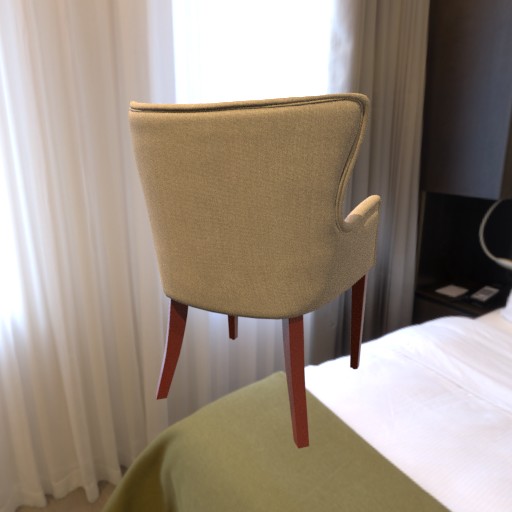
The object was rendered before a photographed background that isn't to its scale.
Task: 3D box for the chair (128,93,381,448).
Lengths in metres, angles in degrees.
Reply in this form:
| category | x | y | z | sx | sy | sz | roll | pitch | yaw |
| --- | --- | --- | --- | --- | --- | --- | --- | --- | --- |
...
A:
| category | x | y | z | sx | sy | sz | roll | pitch | yaw |
| --- | --- | --- | --- | --- | --- | --- | --- | --- | --- |
| chair | 0.000 | 0.000 | 1.432 | 0.732 | 0.948 | 0.677 | 8 | 17 | 27 |
